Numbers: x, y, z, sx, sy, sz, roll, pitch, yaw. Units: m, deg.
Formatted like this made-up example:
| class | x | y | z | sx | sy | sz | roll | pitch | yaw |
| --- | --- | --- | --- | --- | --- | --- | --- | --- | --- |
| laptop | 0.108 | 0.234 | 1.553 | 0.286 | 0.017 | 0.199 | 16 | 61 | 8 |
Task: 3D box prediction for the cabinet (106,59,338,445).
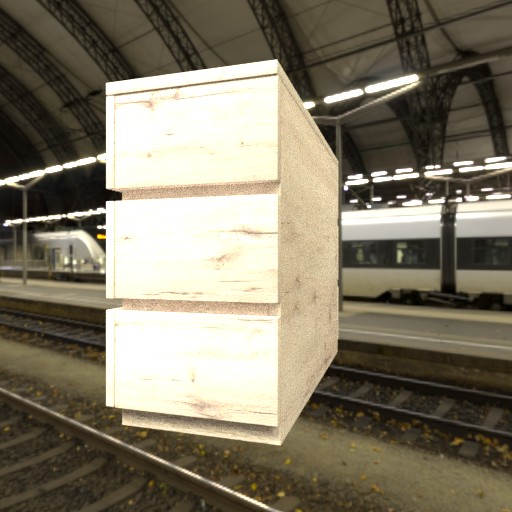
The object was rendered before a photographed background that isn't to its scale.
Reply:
| class | x | y | z | sx | sy | sz | roll | pitch | yaw |
| --- | --- | --- | --- | --- | --- | --- | --- | --- | --- |
| cabinet | 0.000 | 0.000 | 1.485 | 0.420 | 0.820 | 1.040 | 0 | 0 | 17 |
